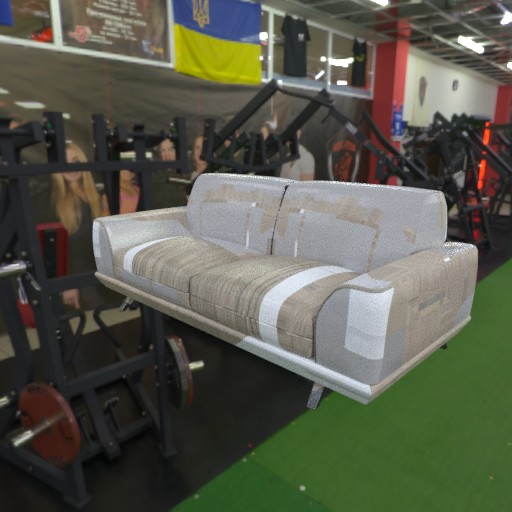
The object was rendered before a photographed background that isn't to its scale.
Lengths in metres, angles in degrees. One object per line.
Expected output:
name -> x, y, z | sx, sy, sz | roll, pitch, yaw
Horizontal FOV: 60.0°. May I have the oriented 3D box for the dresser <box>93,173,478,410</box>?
dresser -> 0.000, 0.000, 5.670 | 4.679, 1.863, 2.251 | 14, 20, 42
